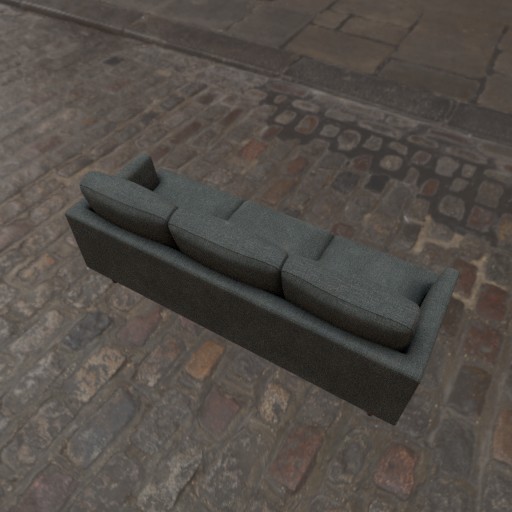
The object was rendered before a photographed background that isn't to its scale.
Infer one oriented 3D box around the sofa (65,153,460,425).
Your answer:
[{"bbox_3d":[0.000,0.000,2.751,2.246,0.930,0.903,23,51,20],"label":"sofa"}]
